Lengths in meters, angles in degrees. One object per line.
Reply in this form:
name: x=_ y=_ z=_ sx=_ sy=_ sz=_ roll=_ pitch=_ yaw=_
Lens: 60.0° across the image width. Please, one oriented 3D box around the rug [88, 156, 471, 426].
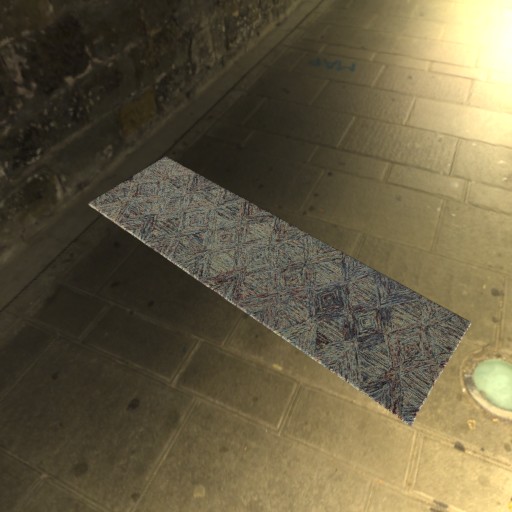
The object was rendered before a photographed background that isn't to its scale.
rug: x=0.000 y=0.000 z=2.574 sx=2.292 sy=0.015 sz=0.688 roll=31 pitch=55 yaw=26
